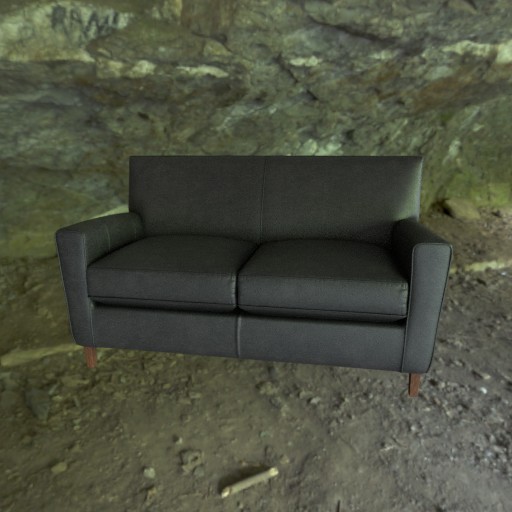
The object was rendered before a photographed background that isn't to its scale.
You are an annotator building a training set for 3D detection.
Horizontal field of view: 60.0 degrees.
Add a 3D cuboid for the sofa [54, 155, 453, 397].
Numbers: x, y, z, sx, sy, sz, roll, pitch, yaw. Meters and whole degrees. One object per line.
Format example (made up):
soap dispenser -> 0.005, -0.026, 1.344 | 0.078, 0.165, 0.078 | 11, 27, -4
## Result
sofa -> 0.000, 0.000, 1.975 | 1.473, 0.871, 0.787 | 2, 13, 10
